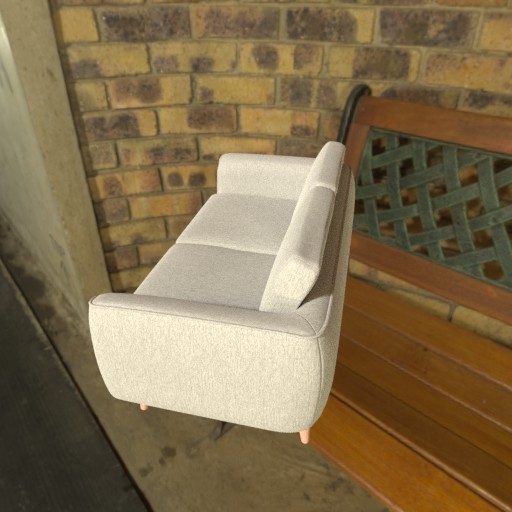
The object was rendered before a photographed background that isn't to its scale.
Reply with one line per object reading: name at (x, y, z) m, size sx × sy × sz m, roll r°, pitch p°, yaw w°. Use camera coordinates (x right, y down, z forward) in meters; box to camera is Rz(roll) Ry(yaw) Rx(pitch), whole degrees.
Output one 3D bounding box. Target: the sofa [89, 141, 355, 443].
sofa at (0.000, 0.000, 2.257) m, size 0.920 × 0.850 × 1.700 m, roll 7°, pitch 33°, yaw 11°
